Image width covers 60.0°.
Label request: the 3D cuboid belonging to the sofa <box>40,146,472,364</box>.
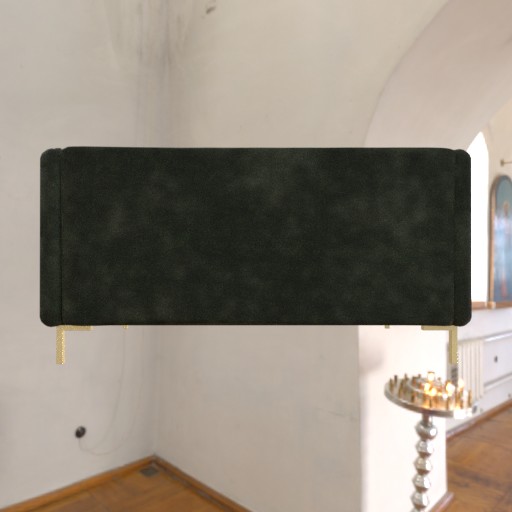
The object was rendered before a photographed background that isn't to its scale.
[{"bbox_3d":[0.000,0.000,1.973,1.537,0.768,0.895,0,0,0],"label":"sofa"}]
